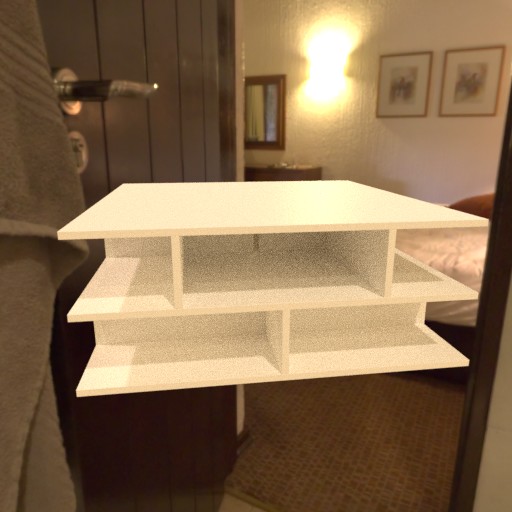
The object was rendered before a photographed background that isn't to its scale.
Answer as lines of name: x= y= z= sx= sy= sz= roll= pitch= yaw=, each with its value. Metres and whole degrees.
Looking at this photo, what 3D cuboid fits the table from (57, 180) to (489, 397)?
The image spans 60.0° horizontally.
table: x=0.000 y=0.000 z=1.079 sx=0.700 sy=0.289 sz=0.700 roll=-2 pitch=15 yaw=-8
